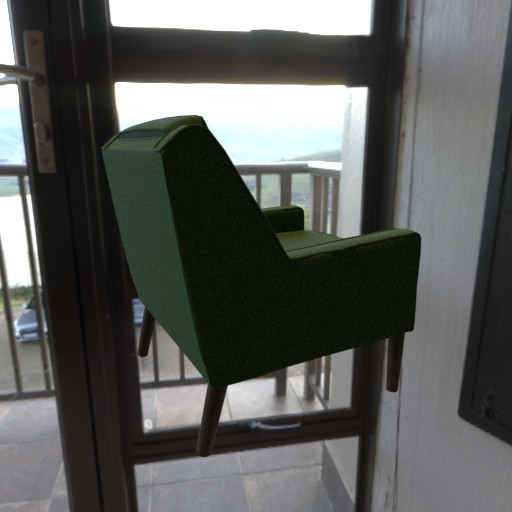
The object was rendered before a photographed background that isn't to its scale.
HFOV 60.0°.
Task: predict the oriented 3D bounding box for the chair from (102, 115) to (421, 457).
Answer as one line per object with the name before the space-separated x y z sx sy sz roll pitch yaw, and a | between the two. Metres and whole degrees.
chair | 0.000 0.000 1.346 0.743 0.792 0.663 -7 16 -27
